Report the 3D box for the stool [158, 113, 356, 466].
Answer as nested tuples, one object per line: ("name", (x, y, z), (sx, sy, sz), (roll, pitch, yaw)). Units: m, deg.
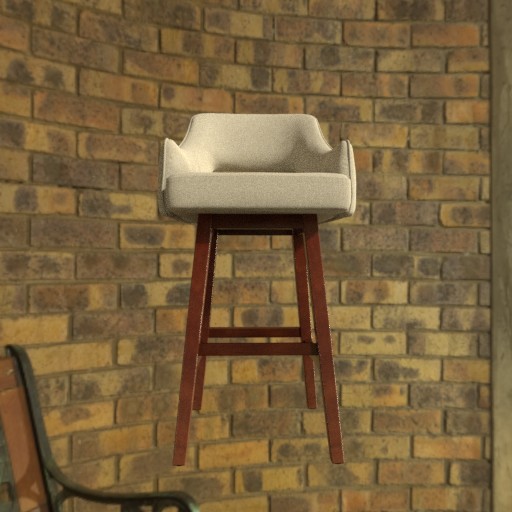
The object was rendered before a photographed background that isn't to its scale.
("stool", (0.000, 0.000, 1.354), (0.550, 1.041, 0.560), (0, -1, -2))
